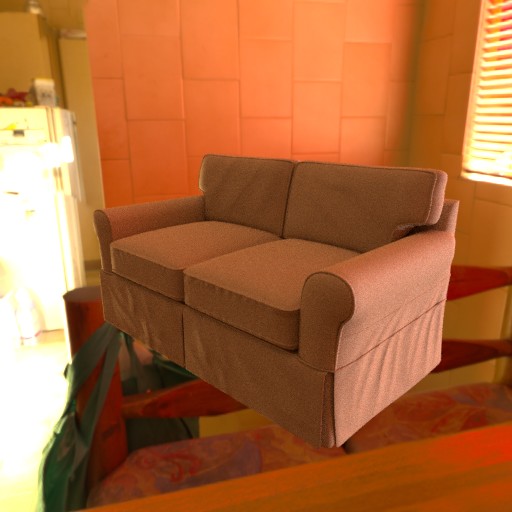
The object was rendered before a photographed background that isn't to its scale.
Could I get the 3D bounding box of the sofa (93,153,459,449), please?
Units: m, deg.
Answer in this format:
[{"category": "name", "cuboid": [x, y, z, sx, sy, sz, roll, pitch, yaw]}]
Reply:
[{"category": "sofa", "cuboid": [0.000, 0.000, 2.299, 1.727, 0.940, 0.991, 16, 23, 42]}]
